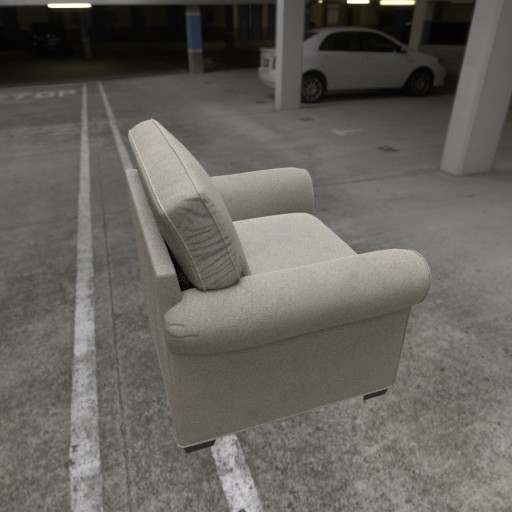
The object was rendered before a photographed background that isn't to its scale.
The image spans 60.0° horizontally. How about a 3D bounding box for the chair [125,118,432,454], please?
[{"bbox_3d":[0.000,0.000,1.913,0.939,1.044,1.147,-10,32,-17],"label":"chair"}]
